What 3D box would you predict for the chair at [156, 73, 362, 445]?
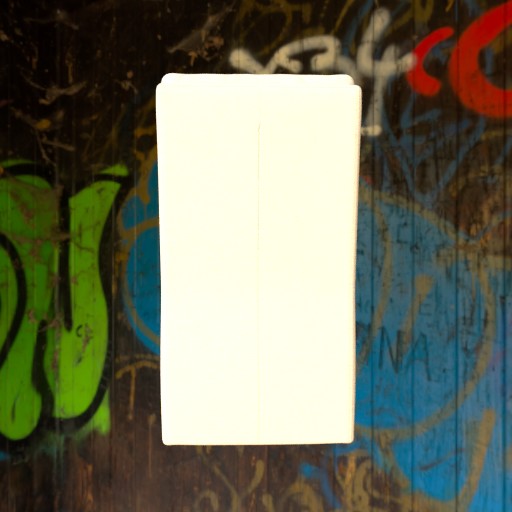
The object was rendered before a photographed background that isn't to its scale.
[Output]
[{"bbox_3d":[0.000,0.000,1.355,0.503,0.927,0.698,0,0,-1],"label":"chair"}]
